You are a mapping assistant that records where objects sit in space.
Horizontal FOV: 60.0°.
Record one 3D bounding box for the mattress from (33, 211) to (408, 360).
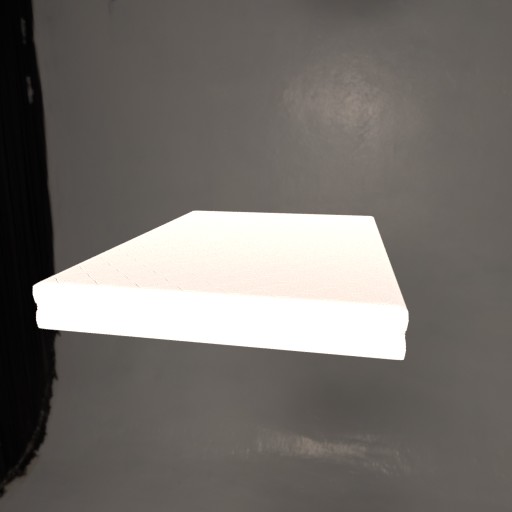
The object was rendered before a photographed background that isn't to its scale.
[{"bbox_3d":[0.000,0.000,2.505,1.400,0.200,1.900,3,15,11],"label":"mattress"}]
